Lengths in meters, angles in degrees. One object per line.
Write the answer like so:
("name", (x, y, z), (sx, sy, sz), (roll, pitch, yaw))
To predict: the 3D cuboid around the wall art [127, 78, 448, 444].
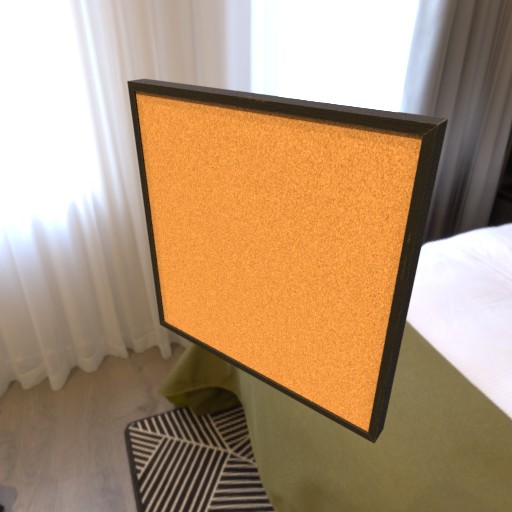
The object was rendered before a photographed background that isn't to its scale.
("wall art", (0.000, 0.000, 0.734), (0.506, 0.506, 0.036), (20, 35, 32))
